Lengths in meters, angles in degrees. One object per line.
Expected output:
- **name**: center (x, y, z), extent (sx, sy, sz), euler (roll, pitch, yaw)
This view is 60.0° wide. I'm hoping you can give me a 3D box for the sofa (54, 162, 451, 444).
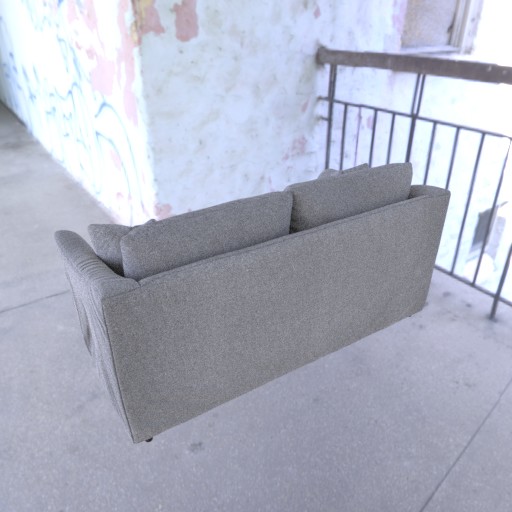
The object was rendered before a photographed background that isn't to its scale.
- **sofa**: center (0.000, 0.000, 2.607), extent (2.010, 1.018, 1.072), euler (-17, 34, -28)
